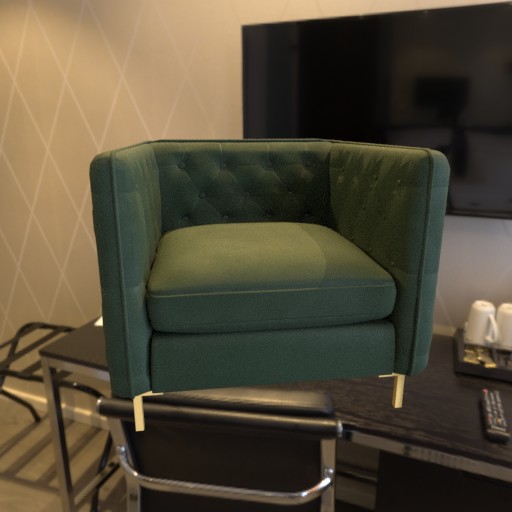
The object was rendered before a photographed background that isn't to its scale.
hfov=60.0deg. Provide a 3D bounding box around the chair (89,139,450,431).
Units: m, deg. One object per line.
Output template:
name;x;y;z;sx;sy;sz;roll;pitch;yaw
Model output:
chair;0.000;0.000;1.530;0.917;0.768;0.855;-2;16;-8
